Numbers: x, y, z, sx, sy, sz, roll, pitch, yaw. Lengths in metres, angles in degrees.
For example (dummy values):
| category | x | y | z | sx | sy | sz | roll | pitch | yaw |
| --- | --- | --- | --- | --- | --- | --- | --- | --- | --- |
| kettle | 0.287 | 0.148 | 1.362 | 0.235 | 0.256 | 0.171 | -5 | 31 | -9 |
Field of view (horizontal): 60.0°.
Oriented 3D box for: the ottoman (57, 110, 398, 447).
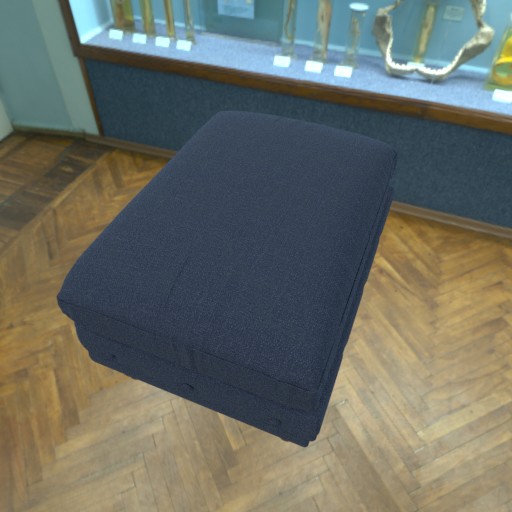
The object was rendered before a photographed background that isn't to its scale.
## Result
| category | x | y | z | sx | sy | sz | roll | pitch | yaw |
| --- | --- | --- | --- | --- | --- | --- | --- | --- | --- |
| ottoman | 0.000 | 0.000 | 1.125 | 0.558 | 0.486 | 0.767 | 17 | 48 | 15 |
